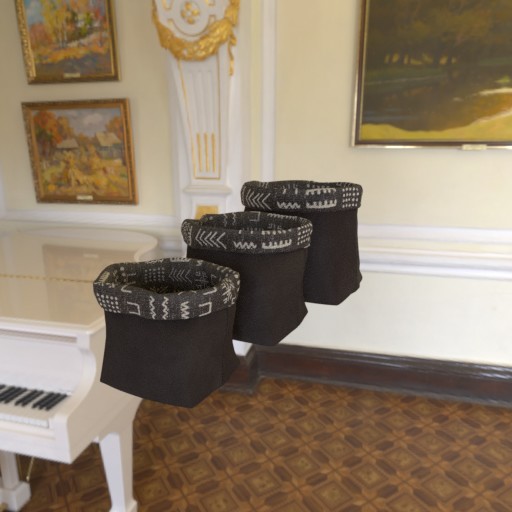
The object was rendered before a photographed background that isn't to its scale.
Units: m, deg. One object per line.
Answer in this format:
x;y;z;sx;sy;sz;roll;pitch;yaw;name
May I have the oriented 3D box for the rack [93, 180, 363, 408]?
0.000;0.000;1.107;0.379;0.323;0.905;7;15;26;rack
